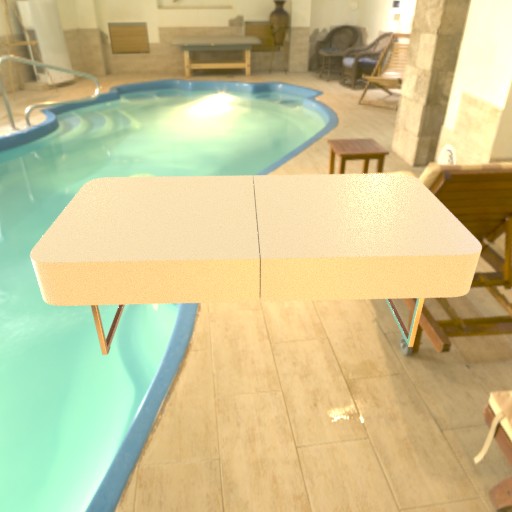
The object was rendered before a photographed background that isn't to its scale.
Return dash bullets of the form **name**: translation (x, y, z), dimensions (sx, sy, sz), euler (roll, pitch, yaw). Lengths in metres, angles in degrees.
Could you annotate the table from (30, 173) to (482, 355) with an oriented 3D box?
- **table**: translation (0.000, 0.000, 1.473), dimensions (1.200, 0.340, 0.600), euler (-1, 31, -2)
